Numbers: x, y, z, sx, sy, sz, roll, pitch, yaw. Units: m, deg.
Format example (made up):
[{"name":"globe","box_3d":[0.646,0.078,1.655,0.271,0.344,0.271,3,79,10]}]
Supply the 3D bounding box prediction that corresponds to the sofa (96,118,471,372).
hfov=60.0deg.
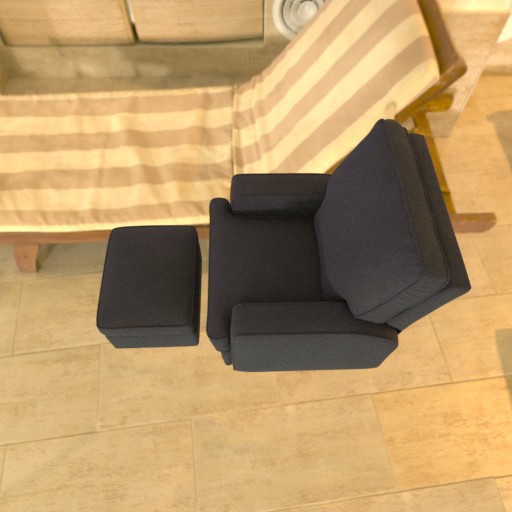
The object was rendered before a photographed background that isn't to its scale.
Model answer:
[{"name":"sofa","box_3d":[0.000,0.000,2.009,1.472,0.959,0.861,-2,59,-1]}]
